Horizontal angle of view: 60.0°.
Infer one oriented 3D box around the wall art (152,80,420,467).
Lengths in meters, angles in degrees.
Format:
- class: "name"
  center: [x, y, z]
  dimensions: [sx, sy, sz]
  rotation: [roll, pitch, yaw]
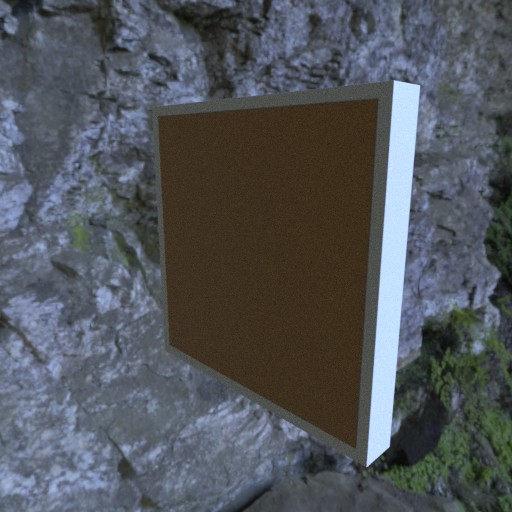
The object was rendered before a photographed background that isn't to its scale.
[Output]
- class: "wall art"
  center: [0.000, 0.000, 0.453]
  dimensions: [0.038, 0.305, 0.305]
  rotation: [-13, 19, -43]
